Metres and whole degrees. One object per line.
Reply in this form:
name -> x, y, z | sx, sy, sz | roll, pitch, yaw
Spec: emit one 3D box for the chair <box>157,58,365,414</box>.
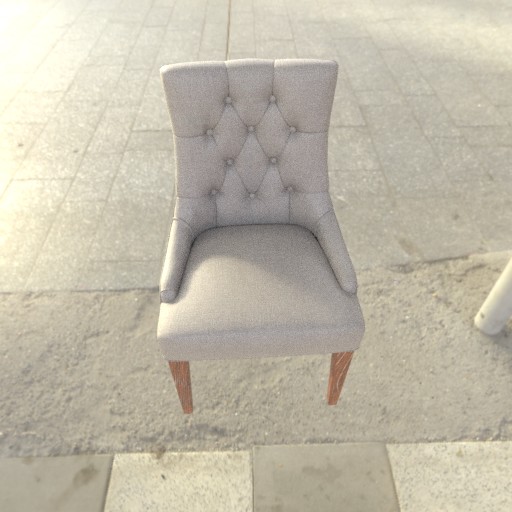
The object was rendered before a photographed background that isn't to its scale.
chair -> 0.000, 0.000, 1.228 | 0.509, 0.874, 0.565 | -3, 46, -3
